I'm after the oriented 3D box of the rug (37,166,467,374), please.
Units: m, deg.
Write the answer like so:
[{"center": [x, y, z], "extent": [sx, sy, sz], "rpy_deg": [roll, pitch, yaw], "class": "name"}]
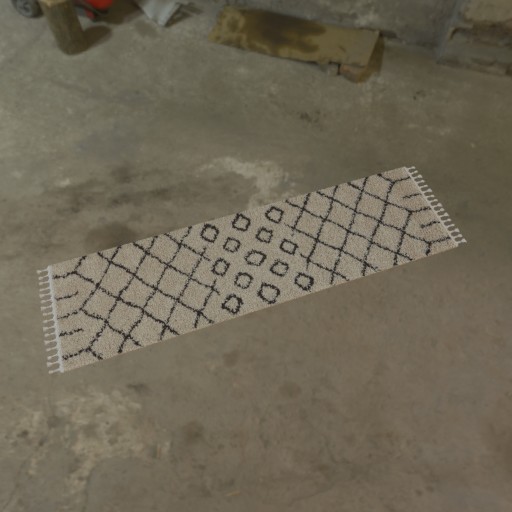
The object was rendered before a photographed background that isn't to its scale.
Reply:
[{"center": [0.000, 0.000, 2.615], "extent": [2.464, 0.005, 0.660], "rpy_deg": [-17, 61, -9], "class": "rug"}]
